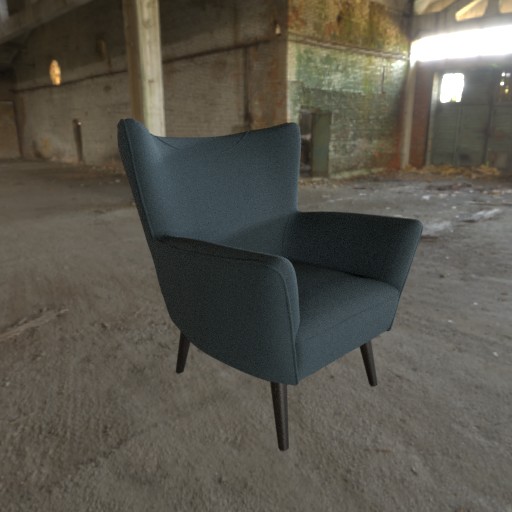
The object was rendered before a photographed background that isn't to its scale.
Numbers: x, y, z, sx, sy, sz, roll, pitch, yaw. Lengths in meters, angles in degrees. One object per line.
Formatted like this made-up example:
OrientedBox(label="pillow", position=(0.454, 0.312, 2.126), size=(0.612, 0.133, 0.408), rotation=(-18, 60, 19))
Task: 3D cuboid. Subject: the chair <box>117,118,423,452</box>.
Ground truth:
OrientedBox(label="chair", position=(0.000, 0.000, 1.582), size=(0.781, 0.933, 0.888), rotation=(-15, 21, -42))
